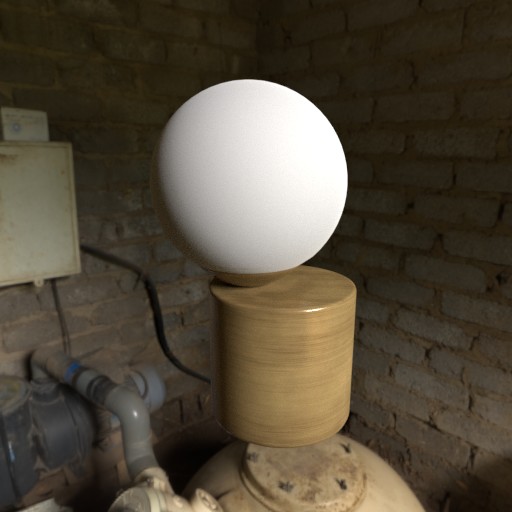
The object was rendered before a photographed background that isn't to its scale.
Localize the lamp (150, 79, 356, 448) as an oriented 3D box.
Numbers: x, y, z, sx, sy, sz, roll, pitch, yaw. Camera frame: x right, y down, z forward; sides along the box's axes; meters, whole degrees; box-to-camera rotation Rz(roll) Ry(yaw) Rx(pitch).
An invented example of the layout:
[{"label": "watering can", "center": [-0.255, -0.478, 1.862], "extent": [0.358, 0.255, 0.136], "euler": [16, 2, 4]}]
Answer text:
[{"label": "lamp", "center": [0.000, 0.000, 0.337], "extent": [0.152, 0.250, 0.141], "euler": [2, 15, 9]}]
